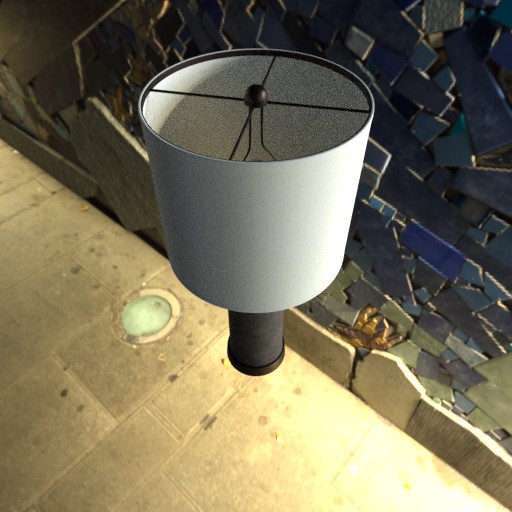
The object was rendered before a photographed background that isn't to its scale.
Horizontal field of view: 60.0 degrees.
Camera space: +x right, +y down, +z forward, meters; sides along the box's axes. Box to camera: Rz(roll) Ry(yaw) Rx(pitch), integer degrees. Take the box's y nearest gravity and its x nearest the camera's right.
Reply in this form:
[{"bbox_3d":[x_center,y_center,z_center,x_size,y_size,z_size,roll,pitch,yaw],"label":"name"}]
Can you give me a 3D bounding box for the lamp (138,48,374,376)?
[{"bbox_3d":[0.000,0.000,0.791,0.301,0.630,0.301,-25,52,-22],"label":"lamp"}]
